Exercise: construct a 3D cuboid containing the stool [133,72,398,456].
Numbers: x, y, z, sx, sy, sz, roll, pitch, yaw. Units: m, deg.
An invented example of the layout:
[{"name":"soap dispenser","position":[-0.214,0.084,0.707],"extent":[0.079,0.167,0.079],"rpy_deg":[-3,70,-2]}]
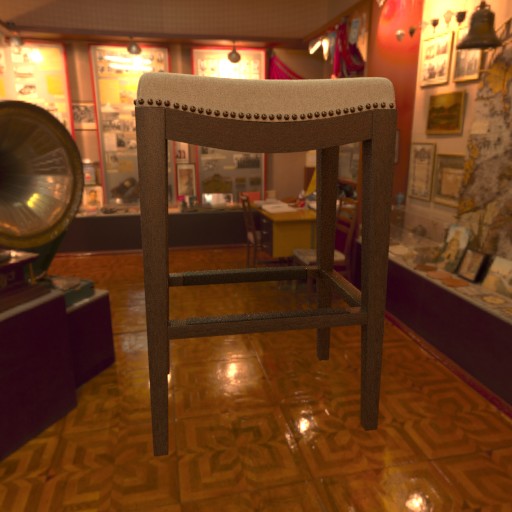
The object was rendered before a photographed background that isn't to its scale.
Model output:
[{"name":"stool","position":[0.000,0.000,1.038],"extent":[0.498,0.759,0.358],"rpy_deg":[-3,15,-10]}]
